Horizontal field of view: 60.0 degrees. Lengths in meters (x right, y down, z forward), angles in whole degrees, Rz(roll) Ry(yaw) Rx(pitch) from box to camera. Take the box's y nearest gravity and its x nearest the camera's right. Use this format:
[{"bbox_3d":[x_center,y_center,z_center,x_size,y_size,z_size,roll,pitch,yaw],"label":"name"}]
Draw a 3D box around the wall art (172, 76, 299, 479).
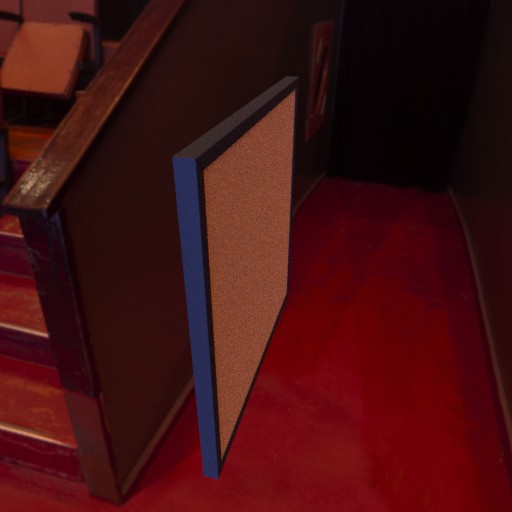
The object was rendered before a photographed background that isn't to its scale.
[{"bbox_3d":[0.000,0.000,1.150,0.037,0.763,0.763,8,32,14],"label":"wall art"}]
